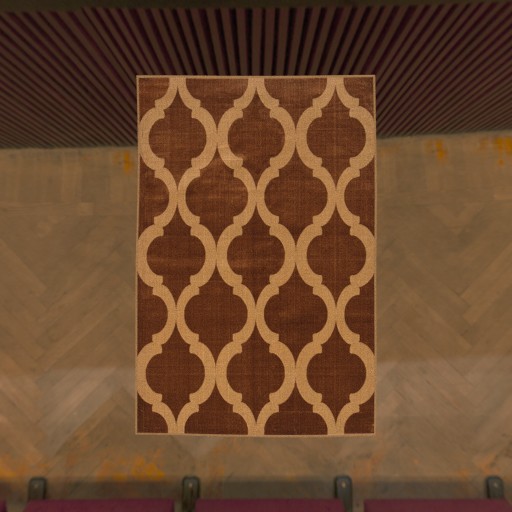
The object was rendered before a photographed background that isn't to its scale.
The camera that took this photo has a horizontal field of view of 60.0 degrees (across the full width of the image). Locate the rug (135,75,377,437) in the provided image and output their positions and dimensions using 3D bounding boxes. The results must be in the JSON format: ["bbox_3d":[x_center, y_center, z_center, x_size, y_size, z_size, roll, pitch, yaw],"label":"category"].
[{"bbox_3d":[0.000,0.000,2.805,1.526,0.014,2.290,0,90,0],"label":"rug"}]
